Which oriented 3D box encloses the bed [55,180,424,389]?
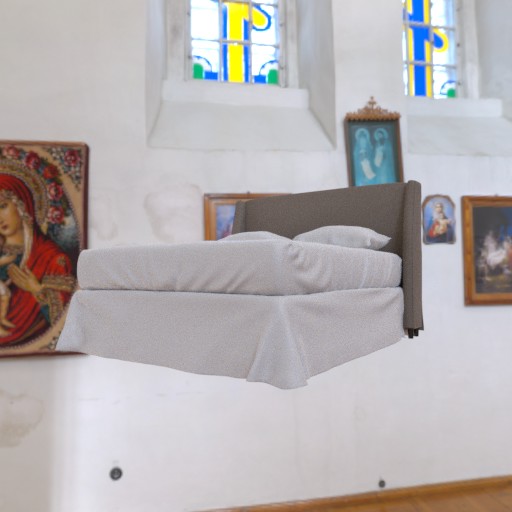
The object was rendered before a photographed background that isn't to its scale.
[{"bbox_3d":[0.000,0.000,3.399,1.925,1.332,2.276,-2,-3,35],"label":"bed"}]
